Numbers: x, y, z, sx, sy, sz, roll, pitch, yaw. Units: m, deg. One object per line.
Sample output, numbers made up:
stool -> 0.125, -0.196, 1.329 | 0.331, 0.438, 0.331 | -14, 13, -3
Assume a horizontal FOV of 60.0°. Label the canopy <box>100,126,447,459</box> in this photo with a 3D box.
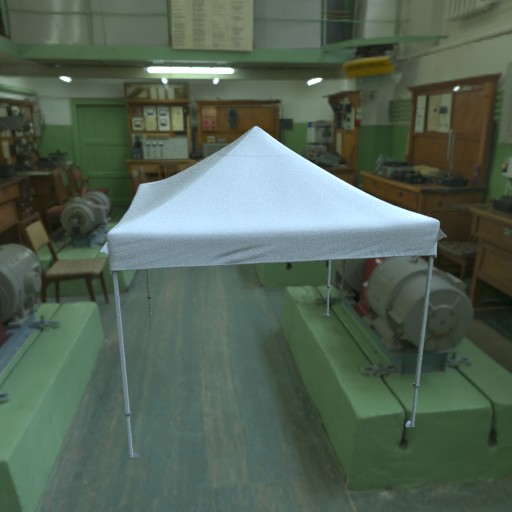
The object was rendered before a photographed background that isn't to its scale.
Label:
canopy -> 0.000, 0.000, 5.331 | 2.996, 2.998, 2.994 | -3, 17, -9
